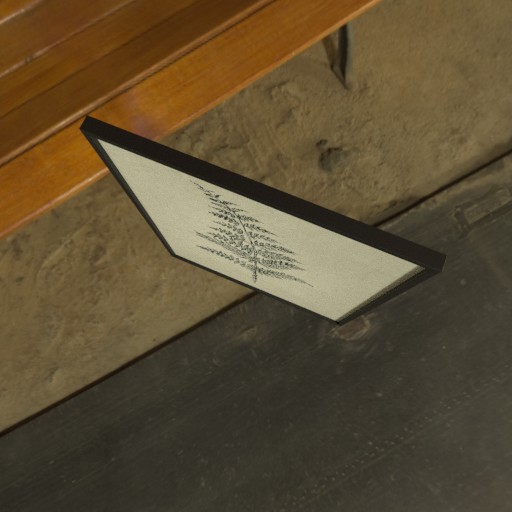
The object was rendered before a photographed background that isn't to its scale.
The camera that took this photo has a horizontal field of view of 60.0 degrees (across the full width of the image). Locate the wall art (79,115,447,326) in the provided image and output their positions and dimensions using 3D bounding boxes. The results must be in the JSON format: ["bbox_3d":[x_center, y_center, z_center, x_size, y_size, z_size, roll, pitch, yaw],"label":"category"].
[{"bbox_3d":[0.000,0.000,1.424,0.802,1.070,0.036,22,76,6],"label":"wall art"}]
